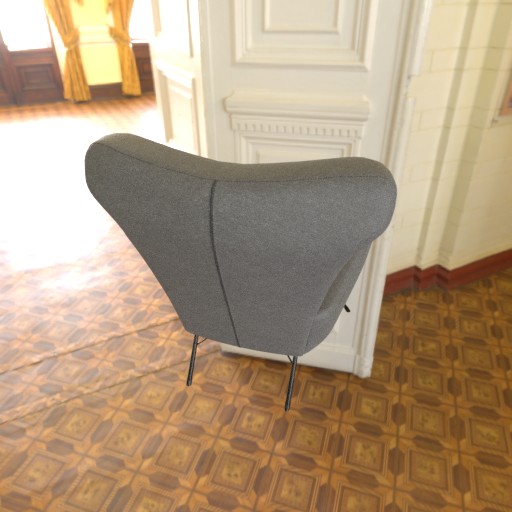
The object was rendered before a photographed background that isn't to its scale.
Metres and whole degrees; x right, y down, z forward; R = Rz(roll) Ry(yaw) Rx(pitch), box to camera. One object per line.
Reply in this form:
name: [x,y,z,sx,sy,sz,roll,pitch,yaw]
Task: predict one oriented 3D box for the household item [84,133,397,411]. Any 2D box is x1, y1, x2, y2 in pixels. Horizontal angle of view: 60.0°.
household item: [0.000,0.000,1.790,0.980,1.050,0.900,9,33,15]
